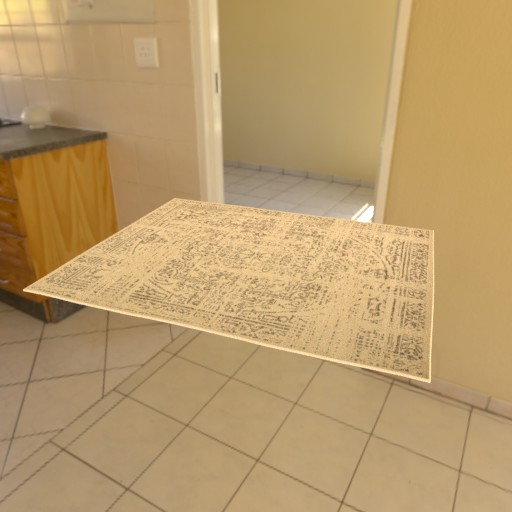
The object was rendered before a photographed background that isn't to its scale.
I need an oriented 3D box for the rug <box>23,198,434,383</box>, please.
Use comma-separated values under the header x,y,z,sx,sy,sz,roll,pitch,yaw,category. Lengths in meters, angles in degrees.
x,y,z,sx,sy,sz,roll,pitch,yaw,category
0.000,0.000,3.862,2.921,0.032,2.311,9,27,18,rug
